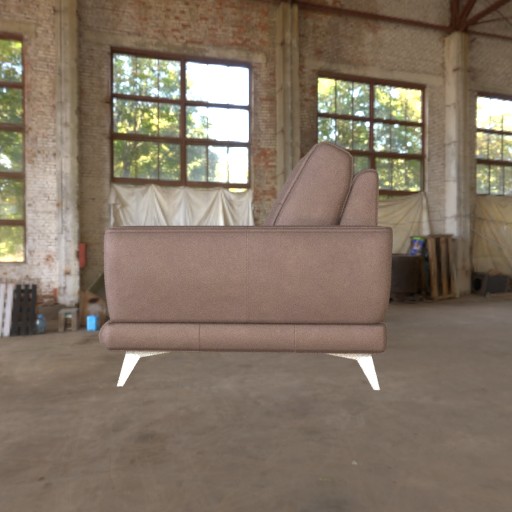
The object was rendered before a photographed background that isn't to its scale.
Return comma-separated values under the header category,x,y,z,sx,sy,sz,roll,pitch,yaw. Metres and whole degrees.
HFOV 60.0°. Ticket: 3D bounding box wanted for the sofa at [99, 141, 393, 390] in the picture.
category,x,y,z,sx,sy,sz,roll,pitch,yaw
sofa,0.000,0.000,2.369,1.018,0.907,1.806,0,1,3
